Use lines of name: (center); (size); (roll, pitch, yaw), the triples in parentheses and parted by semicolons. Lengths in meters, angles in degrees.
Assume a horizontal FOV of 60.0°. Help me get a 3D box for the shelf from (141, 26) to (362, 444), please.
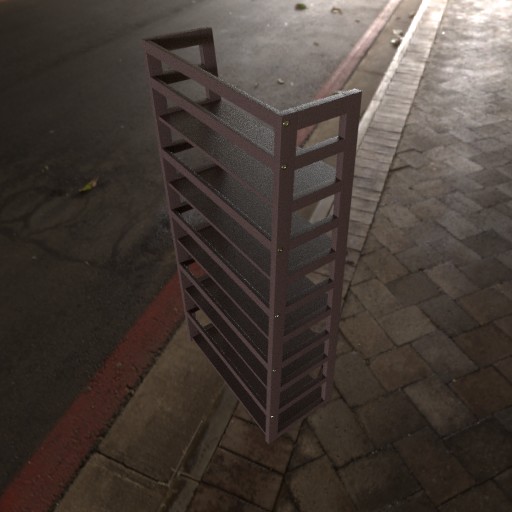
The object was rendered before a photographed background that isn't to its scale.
shelf: (0.000, 0.000, 1.867); (0.403, 1.600, 0.763); (-25, 47, -26)
